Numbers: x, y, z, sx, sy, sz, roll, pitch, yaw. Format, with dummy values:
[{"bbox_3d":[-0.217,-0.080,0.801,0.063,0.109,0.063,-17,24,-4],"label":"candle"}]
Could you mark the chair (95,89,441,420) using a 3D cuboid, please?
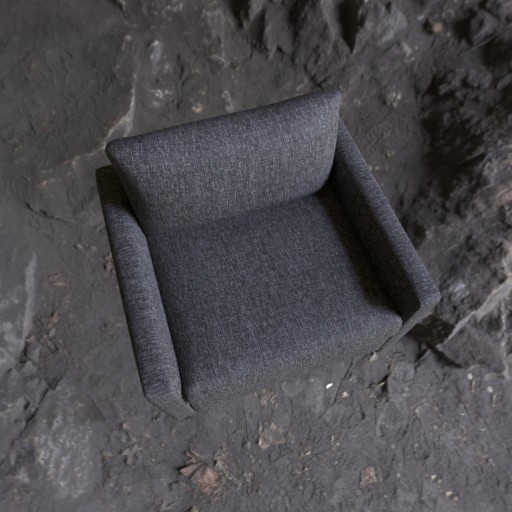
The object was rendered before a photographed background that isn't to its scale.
[{"bbox_3d":[0.000,0.000,1.635,0.963,0.861,0.866,-17,64,-8],"label":"chair"}]
